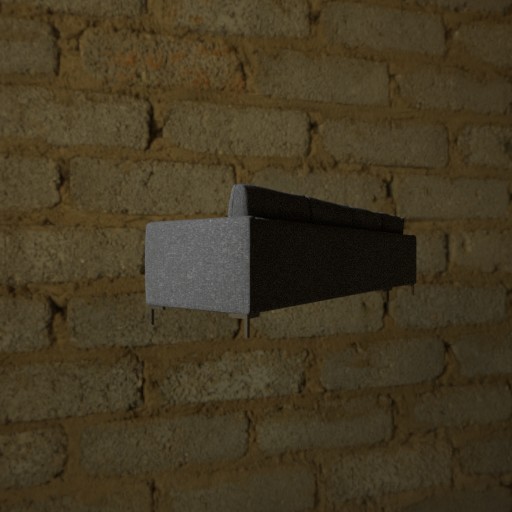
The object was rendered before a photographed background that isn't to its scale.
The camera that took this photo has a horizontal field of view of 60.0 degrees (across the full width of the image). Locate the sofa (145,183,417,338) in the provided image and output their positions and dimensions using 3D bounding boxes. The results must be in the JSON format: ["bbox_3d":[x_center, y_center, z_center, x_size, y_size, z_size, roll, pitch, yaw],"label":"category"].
[{"bbox_3d":[0.000,0.000,3.970,2.007,0.815,2.949,0,0,36],"label":"sofa"}]
